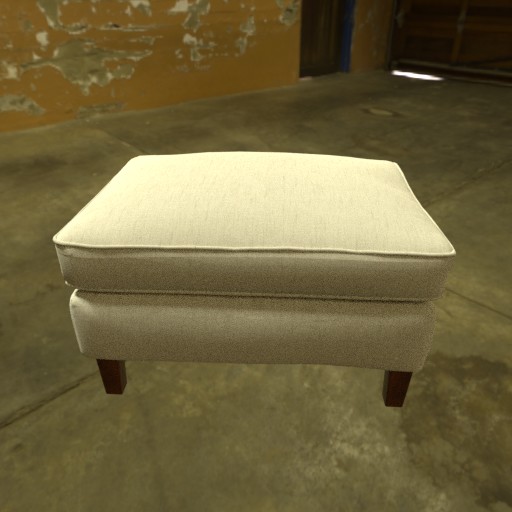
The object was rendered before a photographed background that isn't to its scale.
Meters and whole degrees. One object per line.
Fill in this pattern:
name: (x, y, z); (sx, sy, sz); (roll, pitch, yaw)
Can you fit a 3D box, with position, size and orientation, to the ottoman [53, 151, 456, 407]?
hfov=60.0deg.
ottoman: (0.000, 0.000, 0.964); (0.665, 0.406, 0.501); (2, 30, 3)
